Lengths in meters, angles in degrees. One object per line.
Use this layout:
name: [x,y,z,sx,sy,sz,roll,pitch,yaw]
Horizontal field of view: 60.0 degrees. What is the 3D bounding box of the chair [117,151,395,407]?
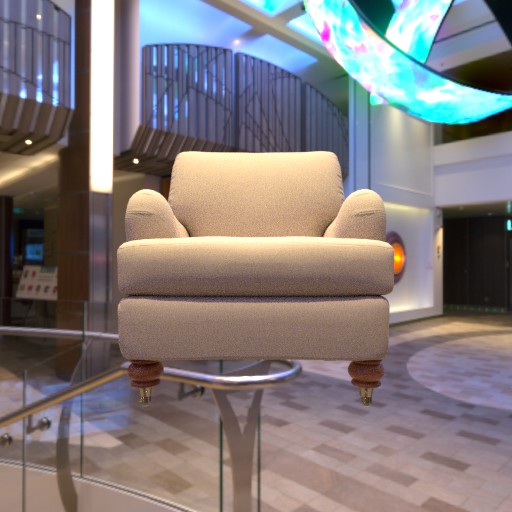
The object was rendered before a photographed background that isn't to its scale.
chair: [0.000,0.000,1.923,0.955,1.038,1.070,0,-1,0]
